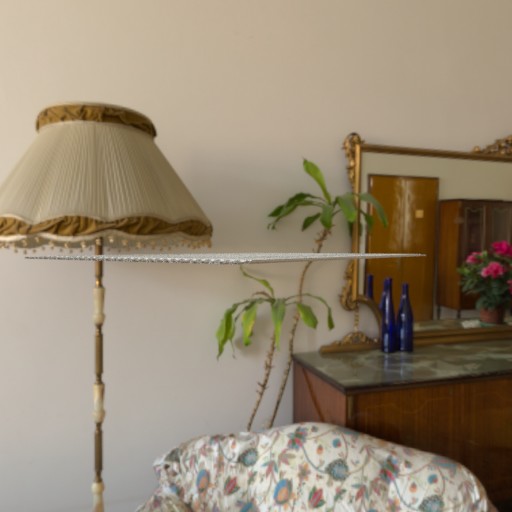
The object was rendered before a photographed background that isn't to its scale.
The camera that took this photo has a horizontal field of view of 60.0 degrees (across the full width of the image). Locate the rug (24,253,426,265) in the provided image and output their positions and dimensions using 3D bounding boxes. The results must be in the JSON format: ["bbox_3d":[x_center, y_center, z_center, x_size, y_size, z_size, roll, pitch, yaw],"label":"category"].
[{"bbox_3d":[0.000,0.000,2.357,1.243,0.013,1.872,1,1,37],"label":"rug"}]
